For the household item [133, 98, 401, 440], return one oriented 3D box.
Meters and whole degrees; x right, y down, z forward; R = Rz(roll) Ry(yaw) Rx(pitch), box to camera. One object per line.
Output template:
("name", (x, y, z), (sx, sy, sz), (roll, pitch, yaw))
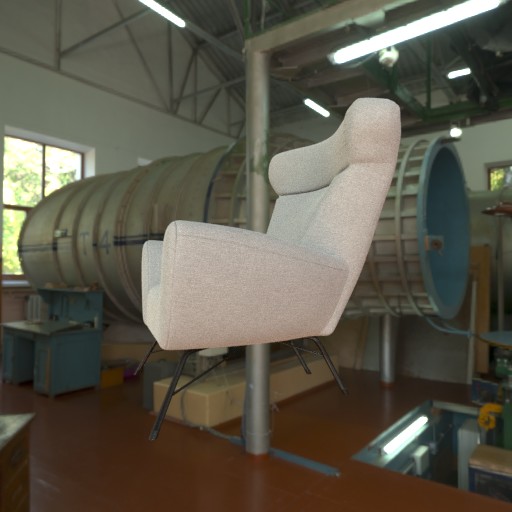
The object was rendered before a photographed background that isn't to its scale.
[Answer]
("household item", (0.000, 0.000, 1.775), (0.900, 1.050, 0.980), (1, -2, -18))
